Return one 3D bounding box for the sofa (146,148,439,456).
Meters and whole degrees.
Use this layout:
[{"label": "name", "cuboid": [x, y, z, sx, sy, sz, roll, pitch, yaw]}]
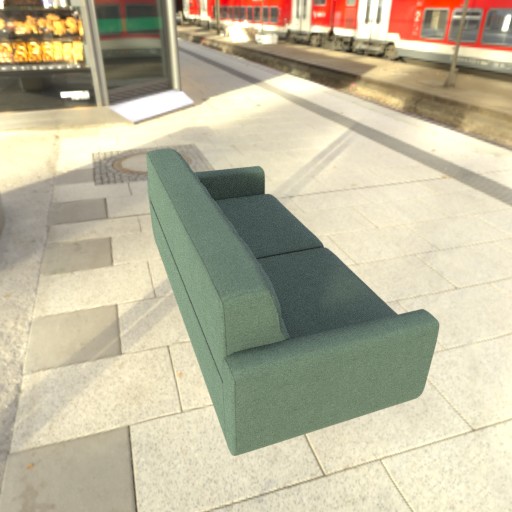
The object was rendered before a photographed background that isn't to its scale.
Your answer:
[{"label": "sofa", "cuboid": [0.000, 0.000, 2.498, 0.909, 0.841, 2.029, -10, 31, -17]}]
